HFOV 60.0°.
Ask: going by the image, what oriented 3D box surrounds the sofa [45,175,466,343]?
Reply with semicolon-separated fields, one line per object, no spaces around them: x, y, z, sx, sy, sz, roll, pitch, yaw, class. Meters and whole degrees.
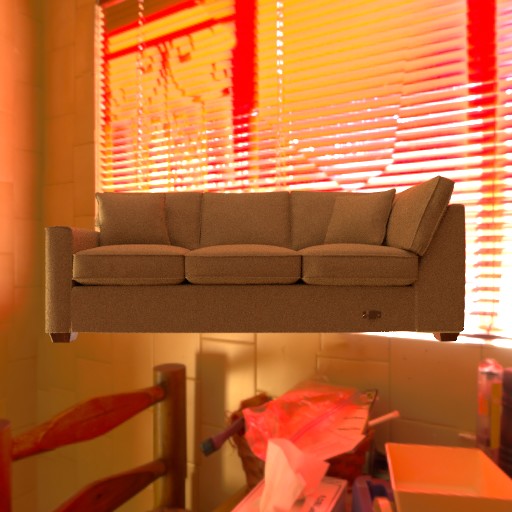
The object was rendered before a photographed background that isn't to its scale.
0.000;0.000;2.888;2.317;0.962;1.061;0;0;0;sofa
